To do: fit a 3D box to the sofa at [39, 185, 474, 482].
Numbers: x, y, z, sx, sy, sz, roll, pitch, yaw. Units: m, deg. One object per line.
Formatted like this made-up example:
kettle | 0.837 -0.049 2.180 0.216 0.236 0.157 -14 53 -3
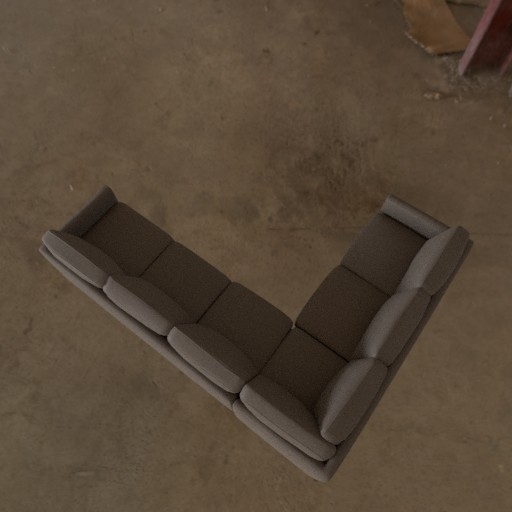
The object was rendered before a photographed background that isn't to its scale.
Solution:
sofa | 0.000 0.000 4.388 3.302 0.947 2.593 34 70 15
